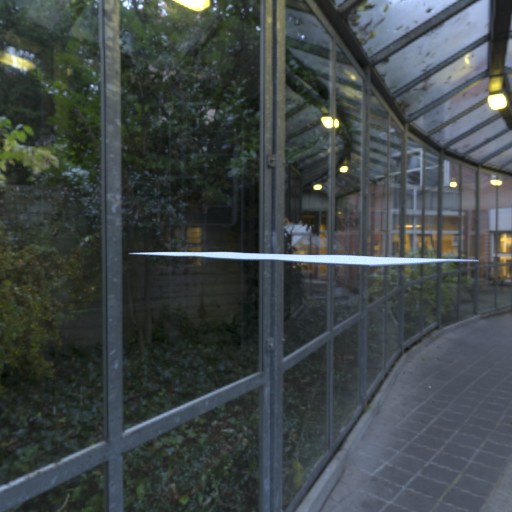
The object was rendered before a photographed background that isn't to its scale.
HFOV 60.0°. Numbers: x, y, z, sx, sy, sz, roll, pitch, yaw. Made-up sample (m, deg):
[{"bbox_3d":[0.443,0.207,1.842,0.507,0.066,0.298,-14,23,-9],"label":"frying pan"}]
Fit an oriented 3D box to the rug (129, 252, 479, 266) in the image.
[{"bbox_3d":[0.000,0.000,2.800,0.762,0.013,2.439,-1,2,-36],"label":"rug"}]
